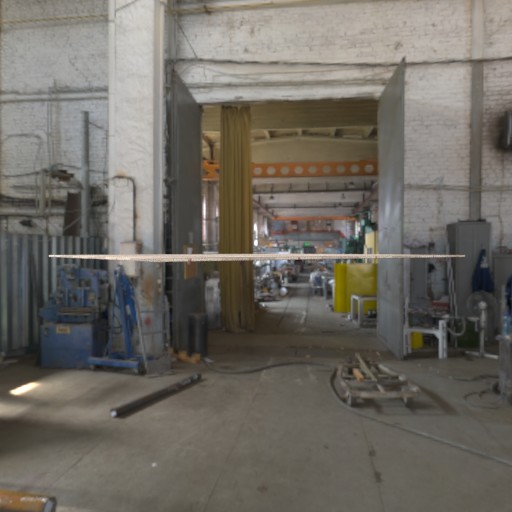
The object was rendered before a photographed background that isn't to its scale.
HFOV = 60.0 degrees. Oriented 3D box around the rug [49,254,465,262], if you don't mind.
[{"bbox_3d":[0.000,0.000,4.003,2.959,0.016,2.317,-1,1,-37],"label":"rug"}]
